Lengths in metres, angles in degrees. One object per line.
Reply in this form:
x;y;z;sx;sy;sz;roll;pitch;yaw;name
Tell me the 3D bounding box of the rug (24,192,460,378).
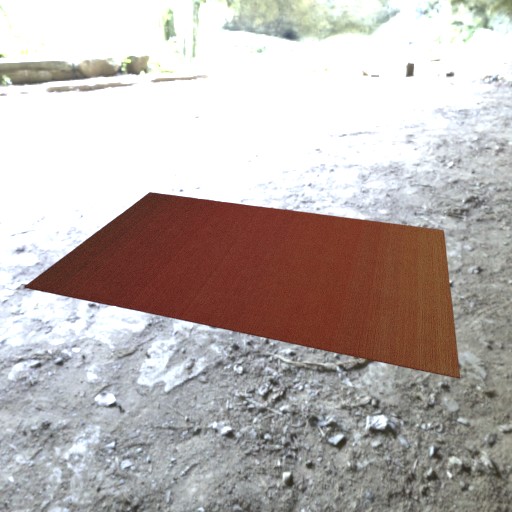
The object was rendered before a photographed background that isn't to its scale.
0.000;0.000;2.968;2.442;0.010;1.531;9;32;15;rug
